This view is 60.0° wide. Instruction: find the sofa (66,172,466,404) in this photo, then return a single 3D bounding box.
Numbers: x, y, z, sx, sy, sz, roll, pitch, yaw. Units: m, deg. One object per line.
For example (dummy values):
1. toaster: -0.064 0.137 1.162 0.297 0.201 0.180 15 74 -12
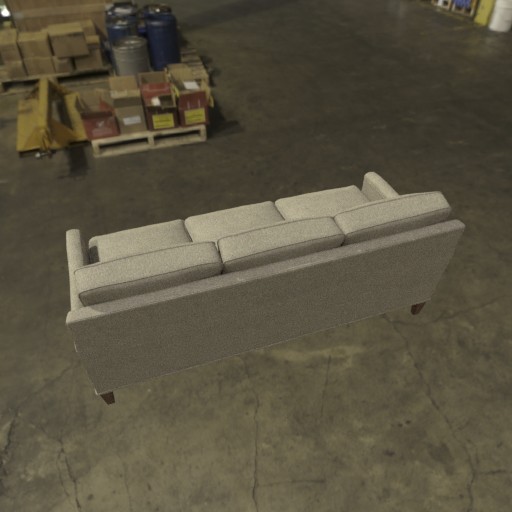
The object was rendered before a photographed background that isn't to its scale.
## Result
1. sofa: 0.000 0.000 2.842 2.246 1.003 1.084 -13 43 -14
